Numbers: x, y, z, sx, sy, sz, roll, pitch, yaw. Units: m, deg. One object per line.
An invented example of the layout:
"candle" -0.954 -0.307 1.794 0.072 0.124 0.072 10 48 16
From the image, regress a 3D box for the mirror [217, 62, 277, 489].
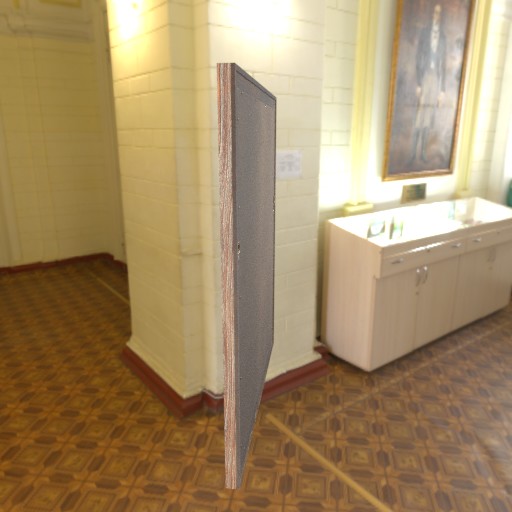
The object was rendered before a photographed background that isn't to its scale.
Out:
"mirror" 0.000 0.000 1.223 0.032 0.882 0.730 2 15 8
